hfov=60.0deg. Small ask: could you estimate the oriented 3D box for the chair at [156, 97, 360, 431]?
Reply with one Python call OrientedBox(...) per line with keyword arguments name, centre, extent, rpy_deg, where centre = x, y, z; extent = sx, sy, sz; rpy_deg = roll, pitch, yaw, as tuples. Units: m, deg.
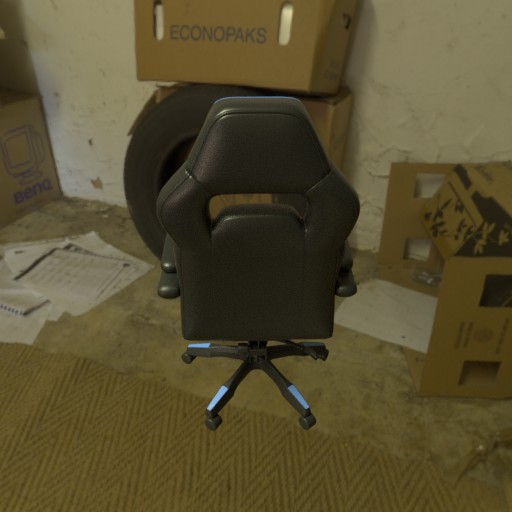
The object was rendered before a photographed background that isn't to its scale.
OrientedBox(name="chair", centre=(0.000, 0.000, 1.697), extent=(0.700, 1.280, 0.700), rpy_deg=(-1, 31, -1))
